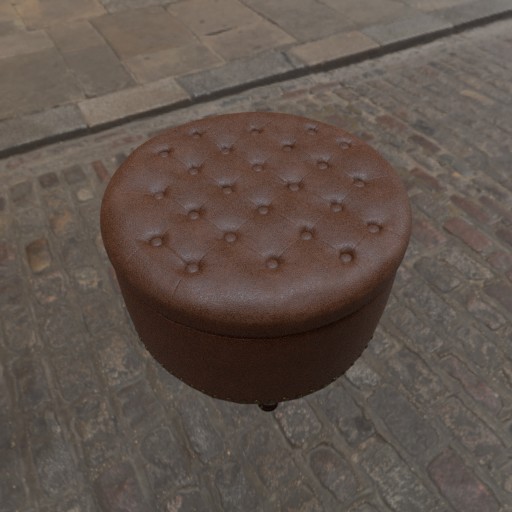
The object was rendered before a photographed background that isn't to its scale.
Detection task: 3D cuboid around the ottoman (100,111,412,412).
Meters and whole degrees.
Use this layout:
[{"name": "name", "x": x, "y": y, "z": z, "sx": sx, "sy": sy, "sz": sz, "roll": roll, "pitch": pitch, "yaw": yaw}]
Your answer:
[{"name": "ottoman", "x": 0.000, "y": 0.000, "z": 1.062, "sx": 0.637, "sy": 0.442, "sz": 0.637, "roll": 0, "pitch": 48, "yaw": 0}]
